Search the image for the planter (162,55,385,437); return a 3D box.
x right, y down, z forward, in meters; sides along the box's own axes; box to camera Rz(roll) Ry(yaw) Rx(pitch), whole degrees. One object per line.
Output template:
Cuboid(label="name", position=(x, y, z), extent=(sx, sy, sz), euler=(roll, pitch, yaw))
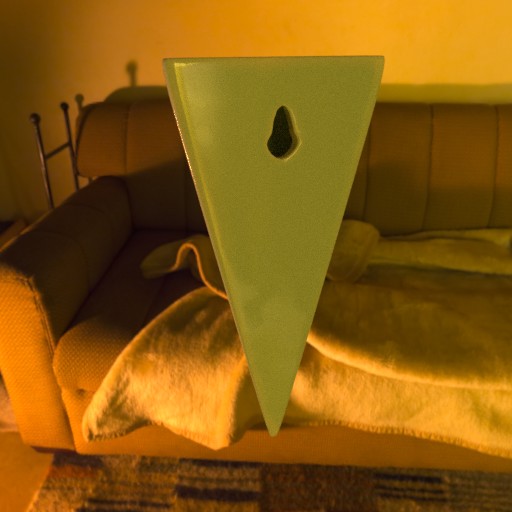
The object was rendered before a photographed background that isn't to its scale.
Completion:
Cuboid(label="planter", position=(0.000, 0.000, 0.214), extent=(0.080, 0.178, 0.064), euler=(-8, 27, -15))
